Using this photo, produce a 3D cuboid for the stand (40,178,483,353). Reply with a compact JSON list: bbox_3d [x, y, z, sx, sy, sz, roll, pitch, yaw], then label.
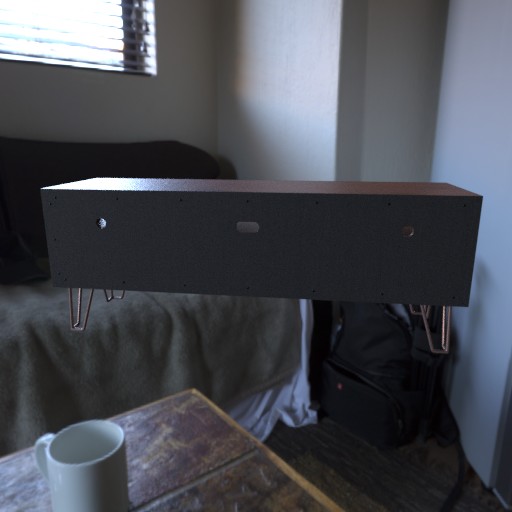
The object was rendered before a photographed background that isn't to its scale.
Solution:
[{"bbox_3d":[0.000,0.000,1.922,1.626,0.610,0.481,2,15,8],"label":"stand"}]
